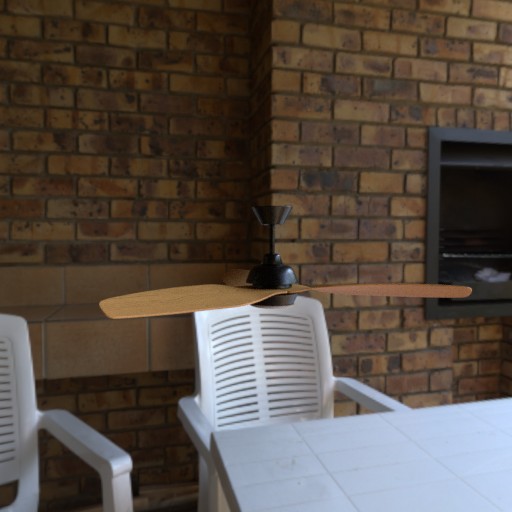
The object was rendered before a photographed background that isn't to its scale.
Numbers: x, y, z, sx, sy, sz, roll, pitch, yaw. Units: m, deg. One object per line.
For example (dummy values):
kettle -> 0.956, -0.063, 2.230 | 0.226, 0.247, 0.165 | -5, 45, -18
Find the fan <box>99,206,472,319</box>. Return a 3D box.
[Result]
fan -> 0.000, 0.000, 1.705 | 1.142, 0.355, 1.010 | -1, 3, -19
